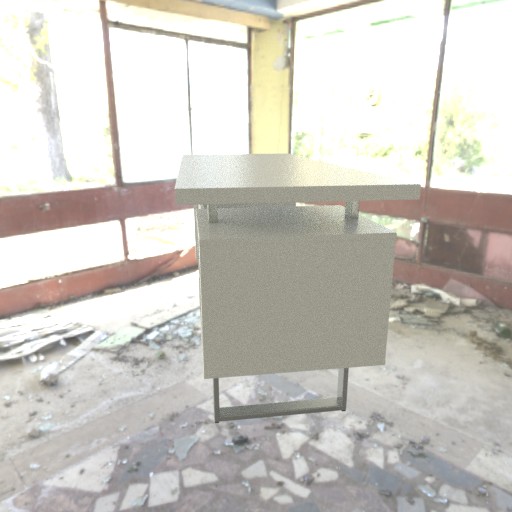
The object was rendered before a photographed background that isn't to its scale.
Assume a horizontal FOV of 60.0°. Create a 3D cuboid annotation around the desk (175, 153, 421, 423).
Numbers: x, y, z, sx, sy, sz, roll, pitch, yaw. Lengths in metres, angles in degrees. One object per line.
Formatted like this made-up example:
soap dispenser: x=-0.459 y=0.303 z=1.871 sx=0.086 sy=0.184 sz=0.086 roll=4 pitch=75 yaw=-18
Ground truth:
desk: x=0.000 y=0.000 z=1.889 sx=0.603 sy=0.773 sz=1.530 roll=-2 pitch=16 yaw=-8
